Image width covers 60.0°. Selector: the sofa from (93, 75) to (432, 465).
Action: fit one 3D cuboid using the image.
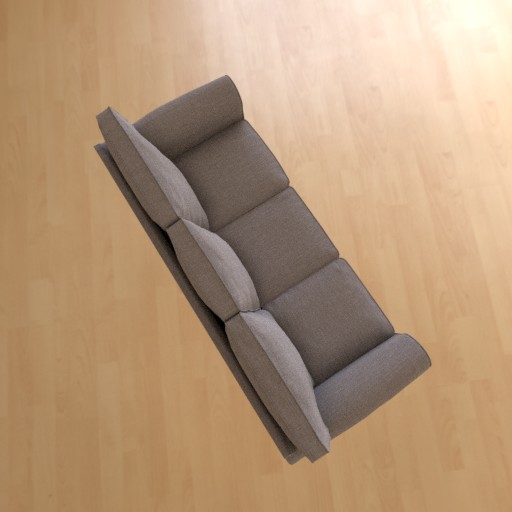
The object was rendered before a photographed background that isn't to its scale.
[{"bbox_3d":[0.000,0.000,2.607,0.916,0.961,2.084,-32,79,-7],"label":"sofa"}]
